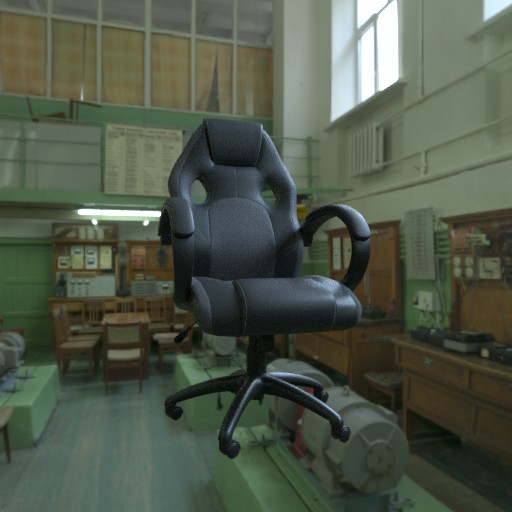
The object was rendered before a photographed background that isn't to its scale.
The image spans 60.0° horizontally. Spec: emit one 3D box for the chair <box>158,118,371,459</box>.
[{"bbox_3d":[0.000,0.000,1.624,0.673,1.187,0.724,0,-1,-18],"label":"chair"}]
